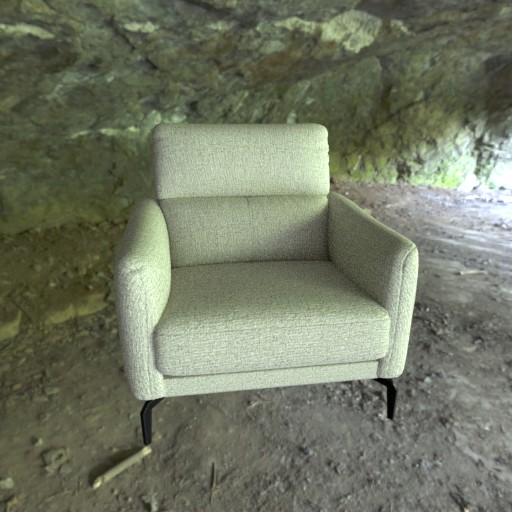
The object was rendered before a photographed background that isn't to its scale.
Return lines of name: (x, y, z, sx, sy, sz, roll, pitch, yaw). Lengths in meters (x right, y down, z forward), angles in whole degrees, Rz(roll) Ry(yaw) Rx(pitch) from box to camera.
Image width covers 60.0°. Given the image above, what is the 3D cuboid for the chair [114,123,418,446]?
chair: (0.000, 0.000, 1.677, 0.972, 0.967, 0.835, -3, 17, -9)
